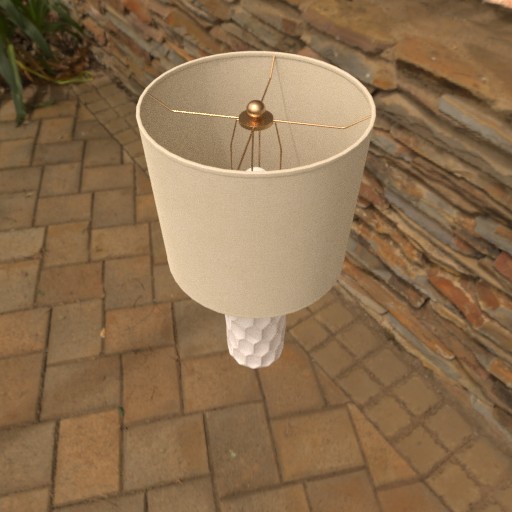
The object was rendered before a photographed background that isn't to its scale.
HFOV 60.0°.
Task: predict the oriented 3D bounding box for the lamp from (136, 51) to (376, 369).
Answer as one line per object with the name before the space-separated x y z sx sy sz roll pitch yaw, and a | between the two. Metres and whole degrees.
lamp | 0.000 0.000 0.716 0.277 0.537 0.277 -32 55 -26
